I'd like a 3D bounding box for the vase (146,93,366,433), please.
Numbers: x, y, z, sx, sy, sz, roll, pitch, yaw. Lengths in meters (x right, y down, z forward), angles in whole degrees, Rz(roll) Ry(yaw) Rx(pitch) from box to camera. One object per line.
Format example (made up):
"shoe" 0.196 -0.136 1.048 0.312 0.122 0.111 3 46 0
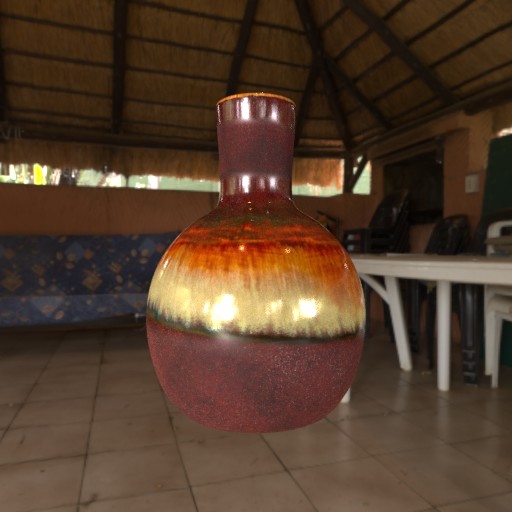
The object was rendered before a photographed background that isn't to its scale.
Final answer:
"vase" 0.000 0.000 0.230 0.111 0.154 0.111 0 1 0
